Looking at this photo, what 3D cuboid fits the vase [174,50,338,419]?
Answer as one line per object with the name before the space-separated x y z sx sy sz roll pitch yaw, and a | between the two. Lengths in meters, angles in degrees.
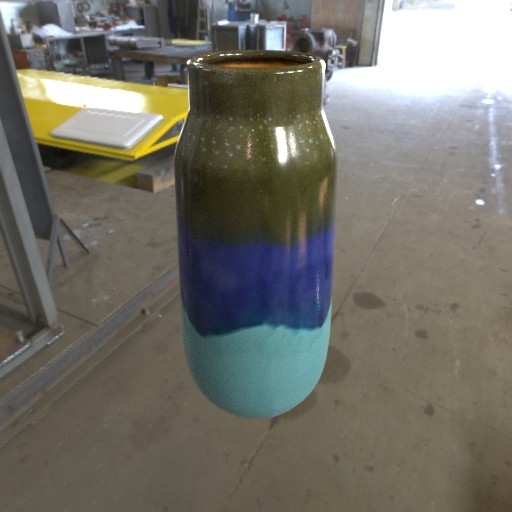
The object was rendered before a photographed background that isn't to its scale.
vase | 0.000 0.000 0.379 0.139 0.313 0.139 0 31 0
